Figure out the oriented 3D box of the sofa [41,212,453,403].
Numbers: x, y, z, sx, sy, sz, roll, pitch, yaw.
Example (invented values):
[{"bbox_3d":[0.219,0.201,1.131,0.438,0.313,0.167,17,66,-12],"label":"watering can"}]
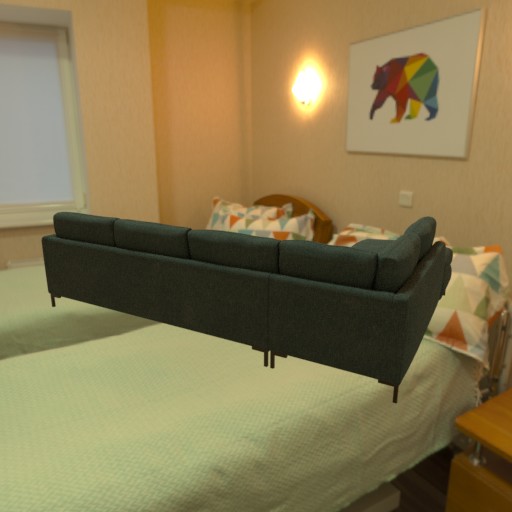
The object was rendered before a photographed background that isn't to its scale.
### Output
[{"bbox_3d":[0.000,0.000,3.804,2.949,0.815,2.007,9,18,28],"label":"sofa"}]
